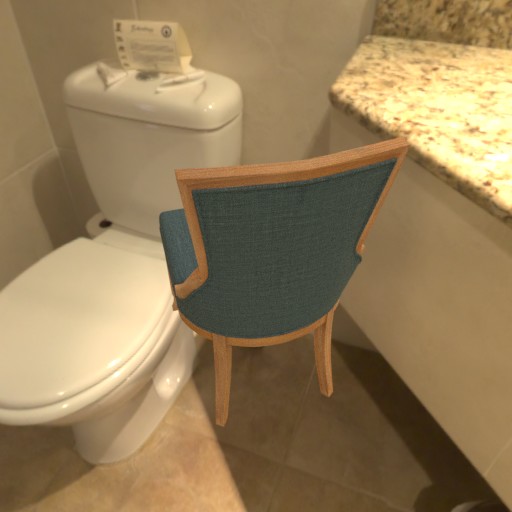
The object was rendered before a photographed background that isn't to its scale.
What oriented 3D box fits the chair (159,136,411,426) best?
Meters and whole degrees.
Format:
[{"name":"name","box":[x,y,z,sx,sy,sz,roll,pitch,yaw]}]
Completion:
[{"name":"chair","box":[0.000,0.000,1.327,0.524,0.947,0.641,-11,42,-12]}]
